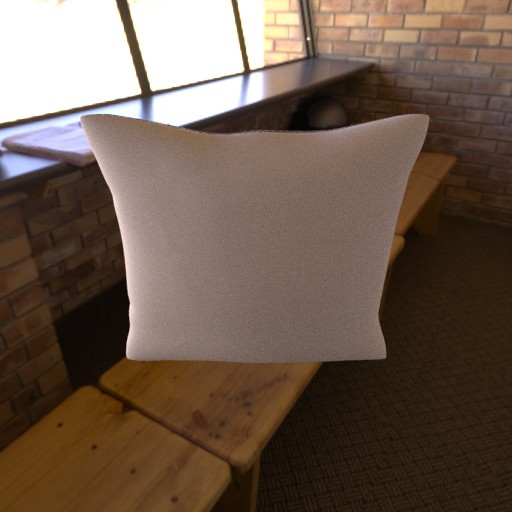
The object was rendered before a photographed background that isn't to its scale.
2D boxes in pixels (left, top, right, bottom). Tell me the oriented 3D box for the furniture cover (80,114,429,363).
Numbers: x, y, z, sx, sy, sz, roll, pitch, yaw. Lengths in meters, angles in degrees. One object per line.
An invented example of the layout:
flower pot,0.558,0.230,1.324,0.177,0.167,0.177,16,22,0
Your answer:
furniture cover,0.000,0.000,0.817,0.552,0.509,0.193,0,30,0
